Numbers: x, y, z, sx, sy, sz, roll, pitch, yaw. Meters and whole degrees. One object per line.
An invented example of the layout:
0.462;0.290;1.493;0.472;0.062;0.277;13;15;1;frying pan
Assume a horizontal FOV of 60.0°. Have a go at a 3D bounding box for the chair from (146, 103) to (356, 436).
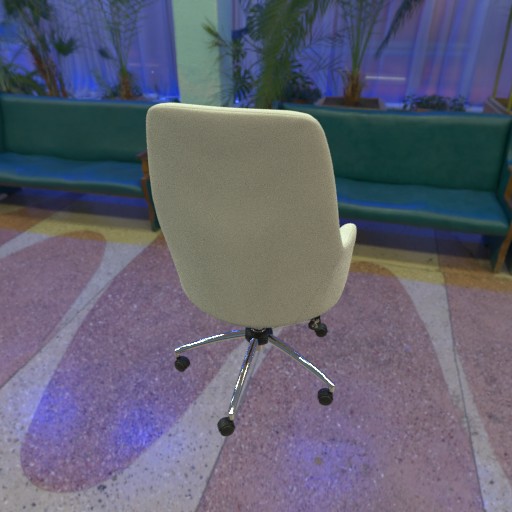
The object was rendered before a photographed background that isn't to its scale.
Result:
0.000;0.000;1.461;0.620;1.049;0.640;9;32;15;chair
